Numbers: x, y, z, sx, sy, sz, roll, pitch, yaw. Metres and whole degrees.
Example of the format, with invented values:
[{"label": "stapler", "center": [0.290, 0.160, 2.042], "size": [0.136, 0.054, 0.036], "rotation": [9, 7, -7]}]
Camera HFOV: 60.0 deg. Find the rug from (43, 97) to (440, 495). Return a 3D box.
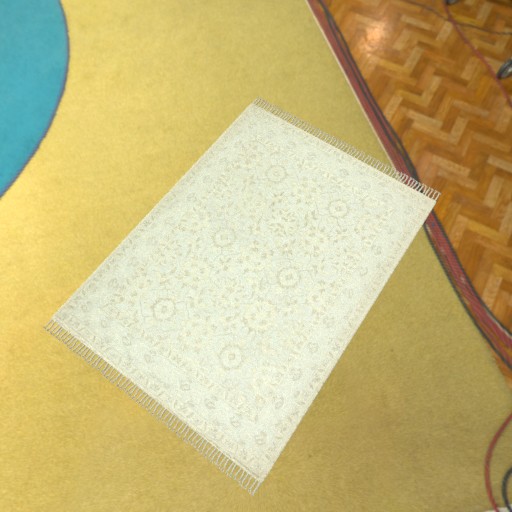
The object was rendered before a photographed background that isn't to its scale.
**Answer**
[{"label": "rug", "center": [0.000, 0.000, 2.253], "size": [1.223, 0.015, 1.771], "rotation": [32, 69, 14]}]
